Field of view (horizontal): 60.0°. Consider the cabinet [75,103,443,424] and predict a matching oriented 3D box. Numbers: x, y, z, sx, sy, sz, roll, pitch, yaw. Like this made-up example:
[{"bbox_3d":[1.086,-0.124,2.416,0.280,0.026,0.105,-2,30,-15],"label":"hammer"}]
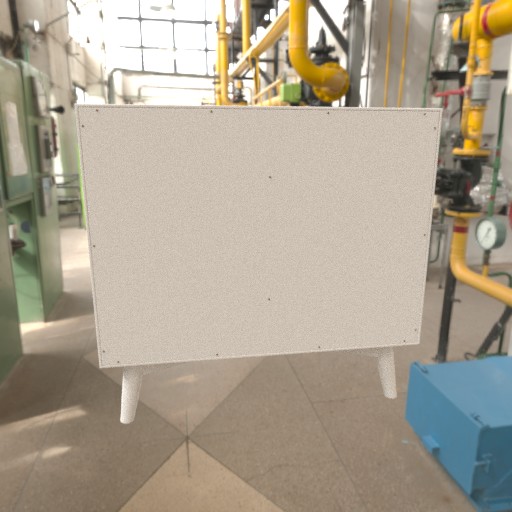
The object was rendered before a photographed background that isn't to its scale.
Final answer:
[{"bbox_3d":[0.000,0.000,1.232,0.800,0.761,0.398,-2,14,-9],"label":"cabinet"}]
